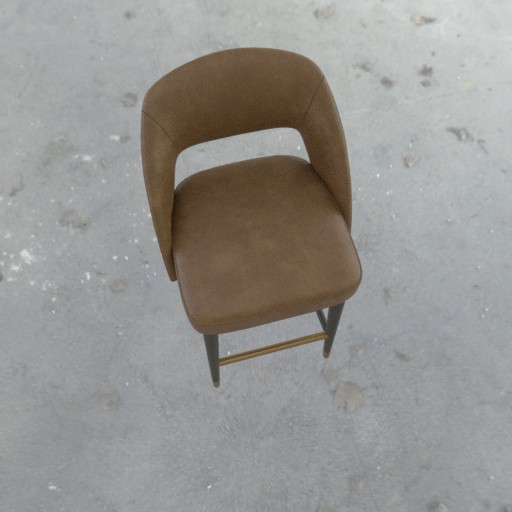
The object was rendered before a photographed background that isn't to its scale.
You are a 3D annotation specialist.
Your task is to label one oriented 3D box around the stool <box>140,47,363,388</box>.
[{"bbox_3d":[0.000,0.000,1.304,0.494,1.037,0.509,-13,66,-6],"label":"stool"}]
